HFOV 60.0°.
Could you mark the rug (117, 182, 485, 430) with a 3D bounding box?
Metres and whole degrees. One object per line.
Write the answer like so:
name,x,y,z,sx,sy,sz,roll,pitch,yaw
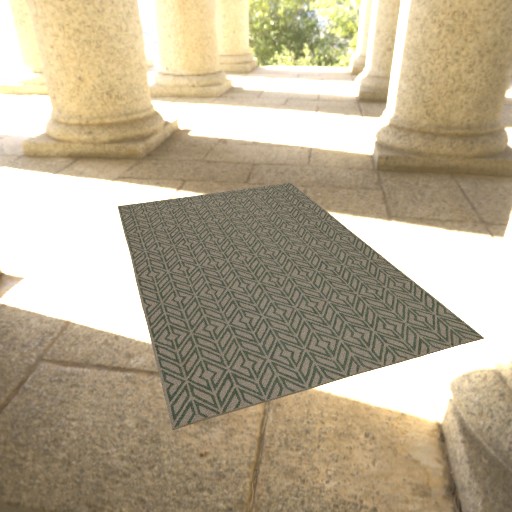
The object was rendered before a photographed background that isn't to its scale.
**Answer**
rug,0.000,0.000,2.278,1.220,0.007,1.828,-10,31,-18
